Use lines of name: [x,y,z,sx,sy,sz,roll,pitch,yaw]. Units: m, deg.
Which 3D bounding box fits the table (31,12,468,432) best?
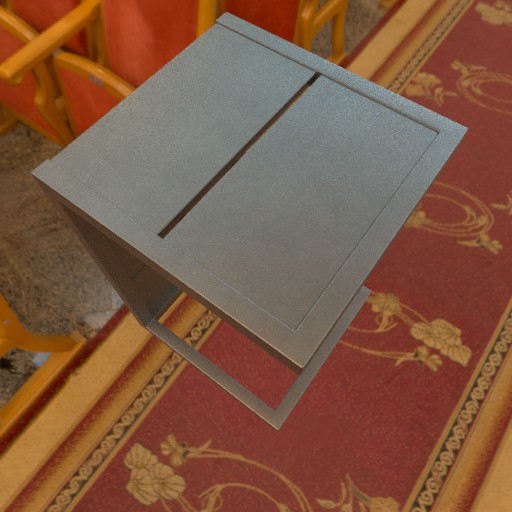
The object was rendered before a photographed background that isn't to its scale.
table: [0.000,0.000,0.854,0.420,0.609,0.405,33,67,16]
